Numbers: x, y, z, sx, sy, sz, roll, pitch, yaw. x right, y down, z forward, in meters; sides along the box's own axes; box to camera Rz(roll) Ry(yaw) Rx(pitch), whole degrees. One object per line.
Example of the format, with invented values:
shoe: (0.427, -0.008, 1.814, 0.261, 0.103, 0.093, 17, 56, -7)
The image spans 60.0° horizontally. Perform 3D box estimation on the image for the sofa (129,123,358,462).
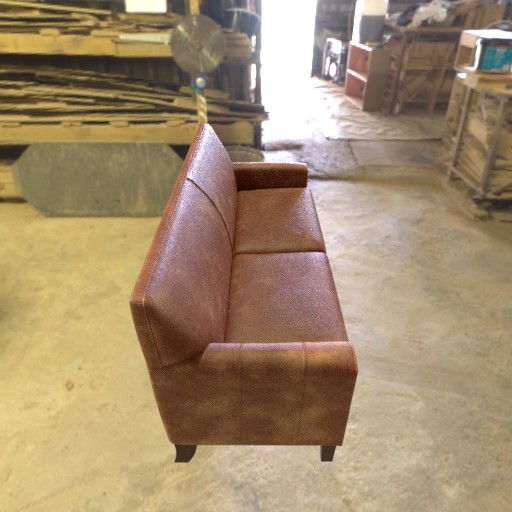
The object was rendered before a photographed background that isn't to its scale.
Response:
sofa: (0.000, 0.000, 2.508, 0.805, 0.947, 2.053, 0, 32, 0)
